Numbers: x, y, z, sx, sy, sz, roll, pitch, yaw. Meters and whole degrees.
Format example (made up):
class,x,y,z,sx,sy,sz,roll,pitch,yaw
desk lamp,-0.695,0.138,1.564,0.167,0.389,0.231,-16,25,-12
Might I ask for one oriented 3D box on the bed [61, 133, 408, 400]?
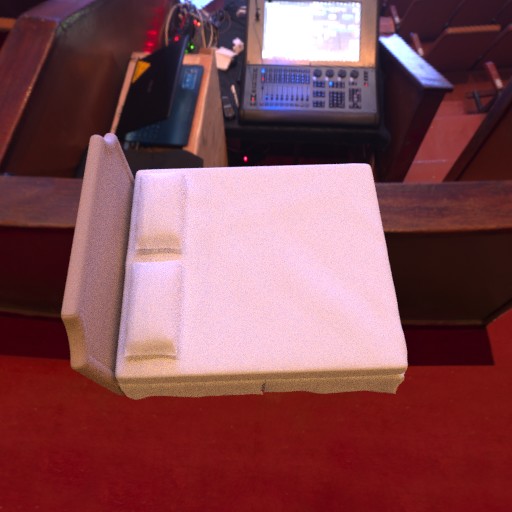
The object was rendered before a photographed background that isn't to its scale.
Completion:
class,x,y,z,sx,sy,sz,roll,pitch,yaw
bed,0.000,0.000,4.148,2.773,1.590,2.350,-2,64,-1
